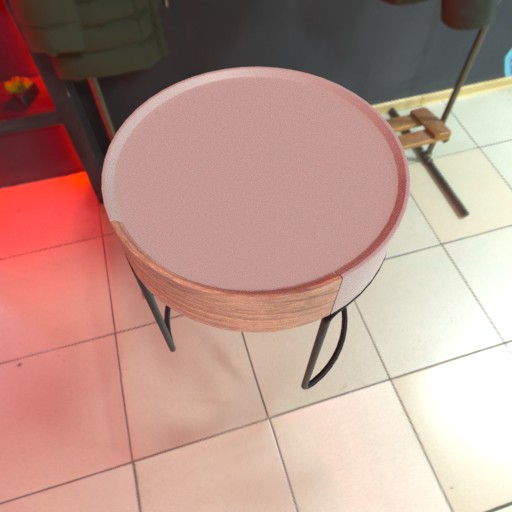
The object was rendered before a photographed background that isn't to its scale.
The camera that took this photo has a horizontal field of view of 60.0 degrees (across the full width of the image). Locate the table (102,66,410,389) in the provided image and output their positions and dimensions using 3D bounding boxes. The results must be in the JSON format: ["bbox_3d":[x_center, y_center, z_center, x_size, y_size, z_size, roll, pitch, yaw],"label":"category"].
[{"bbox_3d":[0.000,0.000,0.877,0.450,0.530,0.450,0,58,0],"label":"table"}]
